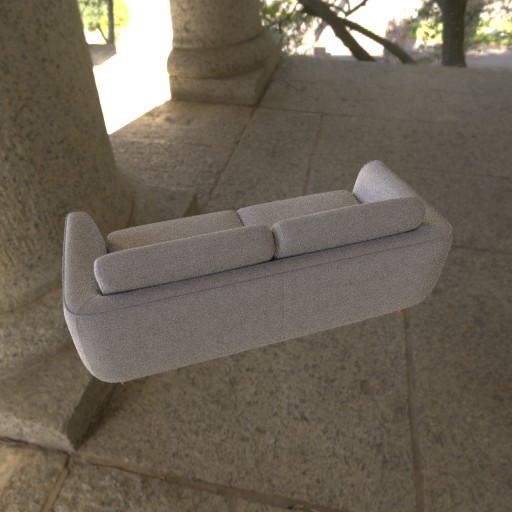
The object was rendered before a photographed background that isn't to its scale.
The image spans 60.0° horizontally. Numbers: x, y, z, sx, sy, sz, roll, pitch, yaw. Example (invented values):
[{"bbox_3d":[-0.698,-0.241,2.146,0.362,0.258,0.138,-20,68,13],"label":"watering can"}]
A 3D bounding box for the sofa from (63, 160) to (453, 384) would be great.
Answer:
[{"bbox_3d":[0.000,0.000,2.517,2.000,0.850,0.920,-12,43,-13],"label":"sofa"}]
